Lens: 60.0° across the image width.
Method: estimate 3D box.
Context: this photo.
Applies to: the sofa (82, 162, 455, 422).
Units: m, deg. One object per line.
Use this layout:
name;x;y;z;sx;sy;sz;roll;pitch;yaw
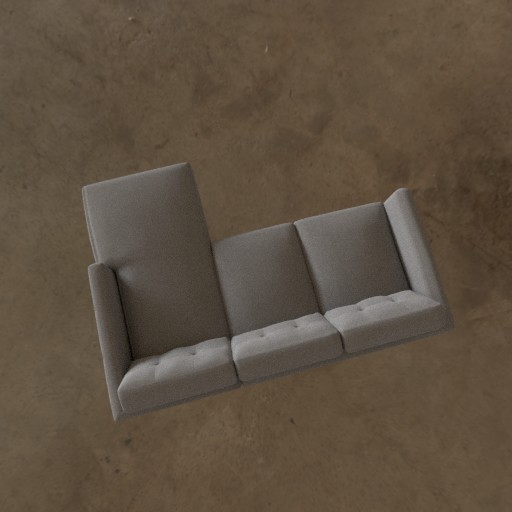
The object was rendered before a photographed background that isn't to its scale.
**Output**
sofa;0.000;0.000;2.857;2.040;0.860;1.530;-14;76;-4
